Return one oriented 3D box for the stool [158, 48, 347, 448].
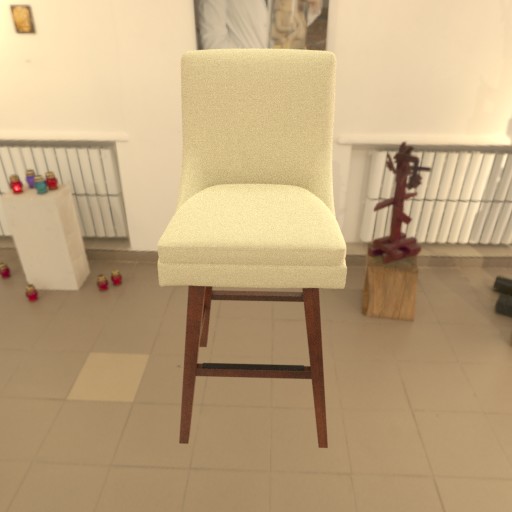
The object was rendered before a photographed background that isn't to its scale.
[{"bbox_3d":[0.000,0.000,1.347,0.470,1.097,0.559,1,31,2],"label":"stool"}]
